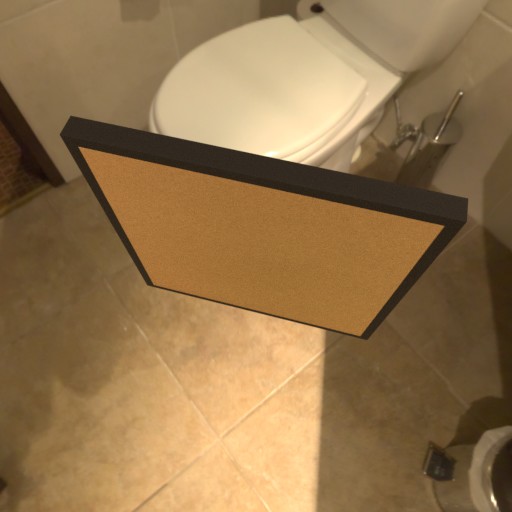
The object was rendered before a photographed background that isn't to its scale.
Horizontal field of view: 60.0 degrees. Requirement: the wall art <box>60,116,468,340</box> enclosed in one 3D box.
[{"bbox_3d":[0.000,0.000,0.770,0.508,0.507,0.033,13,65,6],"label":"wall art"}]
